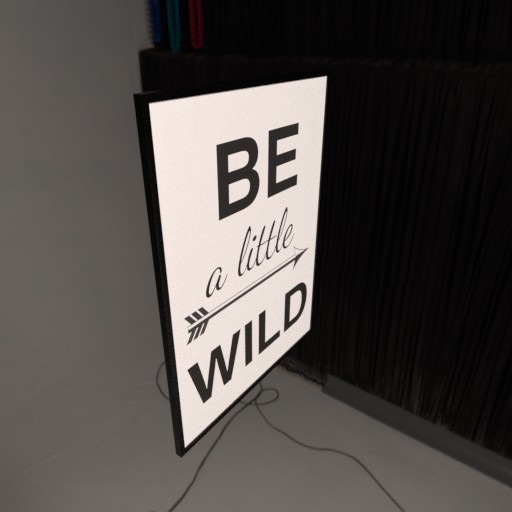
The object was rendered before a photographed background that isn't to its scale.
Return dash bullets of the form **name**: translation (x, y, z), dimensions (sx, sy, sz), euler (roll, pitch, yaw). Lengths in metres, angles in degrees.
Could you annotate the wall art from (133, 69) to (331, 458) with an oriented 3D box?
- **wall art**: translation (0.000, 0.000, 0.780), dimensions (0.013, 0.582, 0.442), euler (19, 32, 32)
